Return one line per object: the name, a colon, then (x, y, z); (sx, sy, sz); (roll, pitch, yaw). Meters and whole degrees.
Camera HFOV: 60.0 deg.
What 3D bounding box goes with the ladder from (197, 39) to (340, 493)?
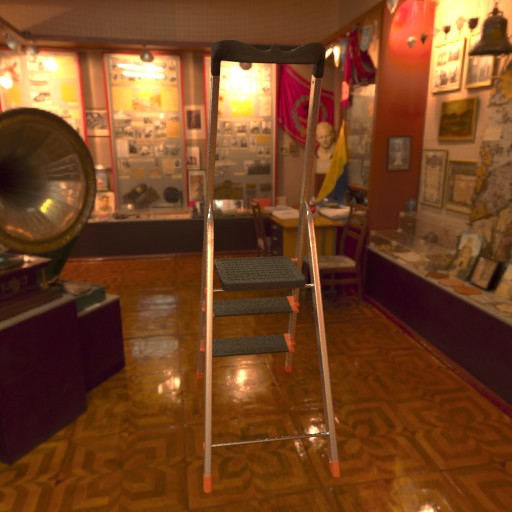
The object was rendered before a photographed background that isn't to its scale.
ladder: (0.000, 0.000, 1.489); (0.416, 1.229, 0.686); (-2, 15, -9)
